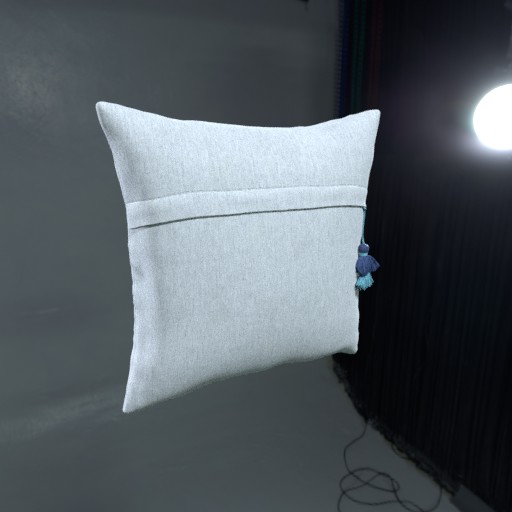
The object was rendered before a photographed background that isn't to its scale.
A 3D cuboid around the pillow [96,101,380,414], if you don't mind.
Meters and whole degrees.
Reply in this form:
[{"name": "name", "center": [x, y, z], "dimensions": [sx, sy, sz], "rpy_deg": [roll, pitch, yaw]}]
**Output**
[{"name": "pillow", "center": [0.000, 0.000, 0.682], "dimensions": [0.433, 0.436, 0.173], "rpy_deg": [-8, 17, -26]}]
